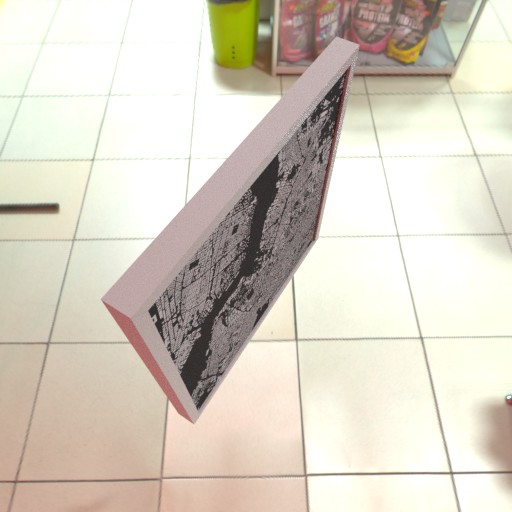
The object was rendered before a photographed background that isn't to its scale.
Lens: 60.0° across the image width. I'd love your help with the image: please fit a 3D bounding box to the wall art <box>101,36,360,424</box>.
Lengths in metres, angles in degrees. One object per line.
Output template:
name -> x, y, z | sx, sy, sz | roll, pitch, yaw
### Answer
wall art -> 0.000, 0.000, 0.752 | 0.038, 0.506, 0.506 | 28, 63, 16
